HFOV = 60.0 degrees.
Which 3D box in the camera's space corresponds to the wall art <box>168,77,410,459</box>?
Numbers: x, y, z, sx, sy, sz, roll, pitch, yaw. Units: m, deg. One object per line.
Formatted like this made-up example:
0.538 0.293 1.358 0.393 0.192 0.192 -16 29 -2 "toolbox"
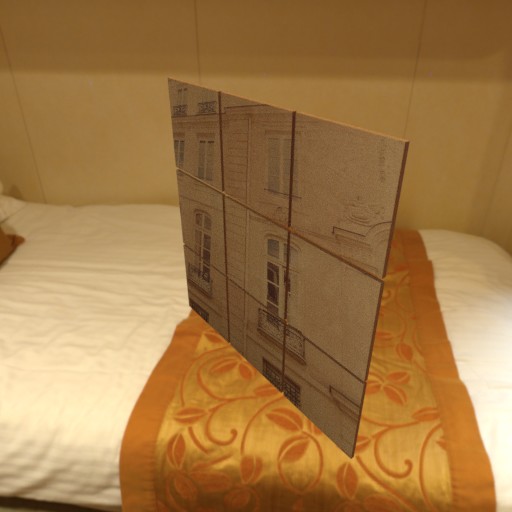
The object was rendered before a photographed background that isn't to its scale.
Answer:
0.000 0.000 1.351 0.018 0.913 0.915 -21 37 -32 "wall art"
